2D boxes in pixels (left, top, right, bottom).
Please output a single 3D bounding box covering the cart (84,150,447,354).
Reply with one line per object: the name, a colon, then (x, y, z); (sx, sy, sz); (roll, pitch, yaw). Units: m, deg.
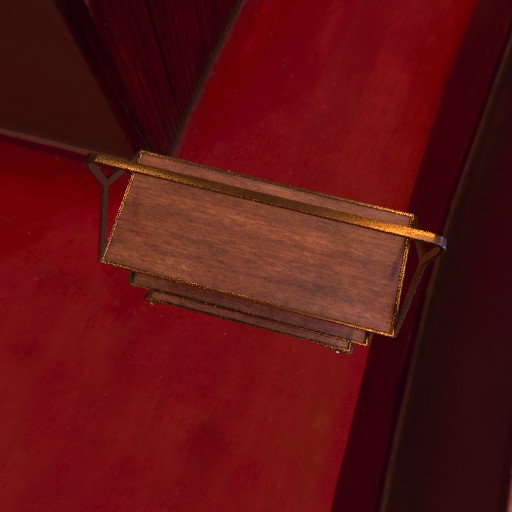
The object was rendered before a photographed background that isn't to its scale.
cart: (0.000, 0.000, 1.182); (0.723, 0.805, 0.313); (14, 75, 4)
